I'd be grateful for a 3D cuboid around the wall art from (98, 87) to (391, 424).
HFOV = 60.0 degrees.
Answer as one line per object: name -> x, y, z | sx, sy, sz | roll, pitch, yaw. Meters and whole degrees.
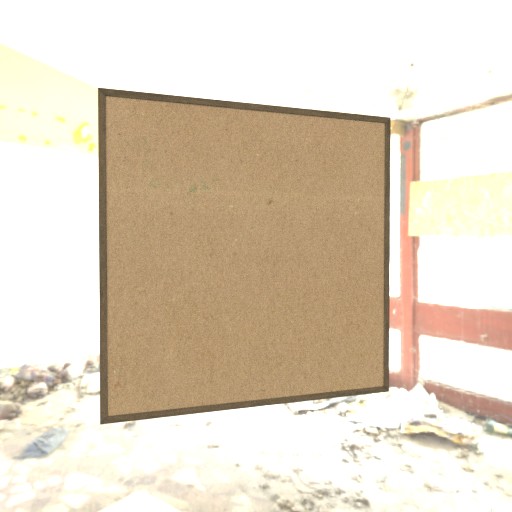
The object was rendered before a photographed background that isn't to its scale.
wall art -> 0.000, 0.000, 0.762 | 0.508, 0.508, 0.038 | 0, 1, -18
